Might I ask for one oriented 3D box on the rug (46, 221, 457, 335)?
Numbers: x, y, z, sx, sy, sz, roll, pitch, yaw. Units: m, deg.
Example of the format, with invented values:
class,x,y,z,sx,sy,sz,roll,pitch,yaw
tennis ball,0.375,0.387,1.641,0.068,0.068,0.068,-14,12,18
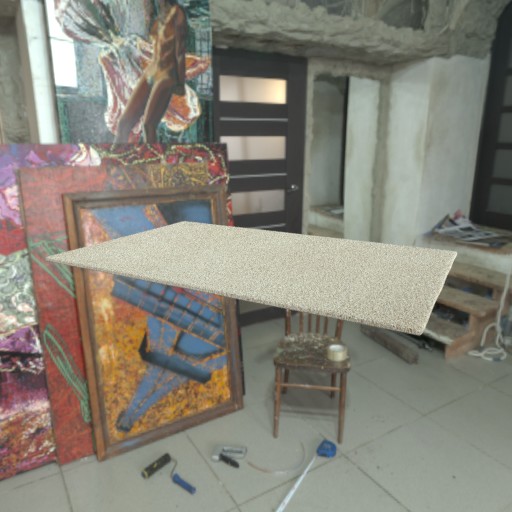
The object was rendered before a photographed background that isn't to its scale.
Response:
class,x,y,z,sx,sy,sz,roll,pitch,yaw
rug,0.000,0.000,3.079,2.438,0.030,1.524,8,17,28
